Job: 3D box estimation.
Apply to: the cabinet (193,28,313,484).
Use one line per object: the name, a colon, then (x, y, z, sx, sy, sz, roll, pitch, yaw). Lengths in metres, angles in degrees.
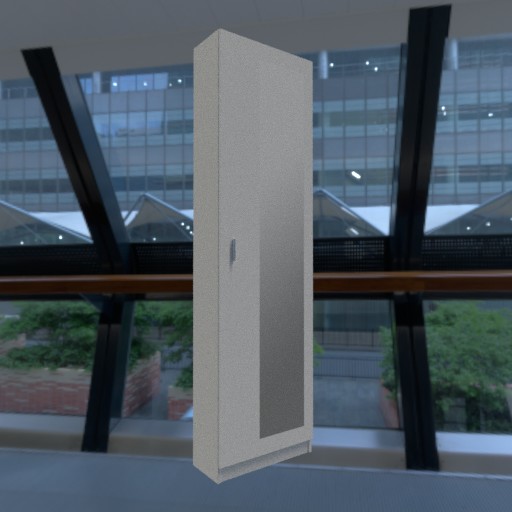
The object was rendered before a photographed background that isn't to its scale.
cabinet: (0.000, 0.000, 1.963, 0.500, 1.790, 0.230, 0, -1, -36)
